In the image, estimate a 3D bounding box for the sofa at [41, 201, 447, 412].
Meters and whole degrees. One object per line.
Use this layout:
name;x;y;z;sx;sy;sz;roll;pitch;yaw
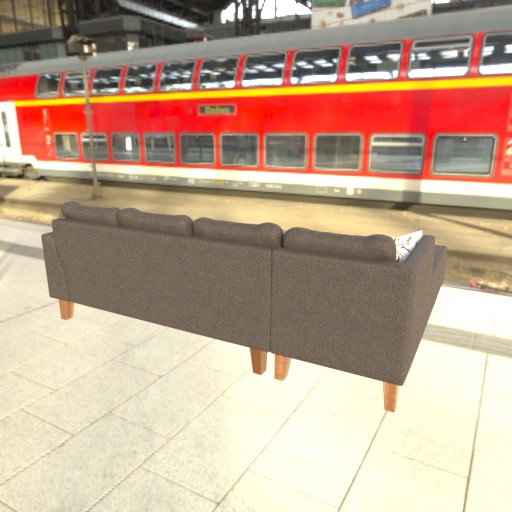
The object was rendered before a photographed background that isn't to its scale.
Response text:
sofa;0.000;0.000;3.539;2.679;0.932;1.829;8;18;27
